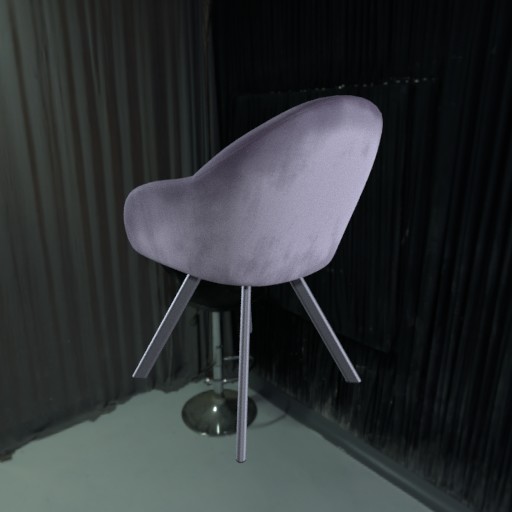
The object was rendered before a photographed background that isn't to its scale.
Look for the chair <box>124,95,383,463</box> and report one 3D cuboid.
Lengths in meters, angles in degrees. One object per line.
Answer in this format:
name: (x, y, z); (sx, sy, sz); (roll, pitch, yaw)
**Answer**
chair: (0.000, 0.000, 1.194); (0.550, 0.795, 0.590); (-16, 23, -41)
